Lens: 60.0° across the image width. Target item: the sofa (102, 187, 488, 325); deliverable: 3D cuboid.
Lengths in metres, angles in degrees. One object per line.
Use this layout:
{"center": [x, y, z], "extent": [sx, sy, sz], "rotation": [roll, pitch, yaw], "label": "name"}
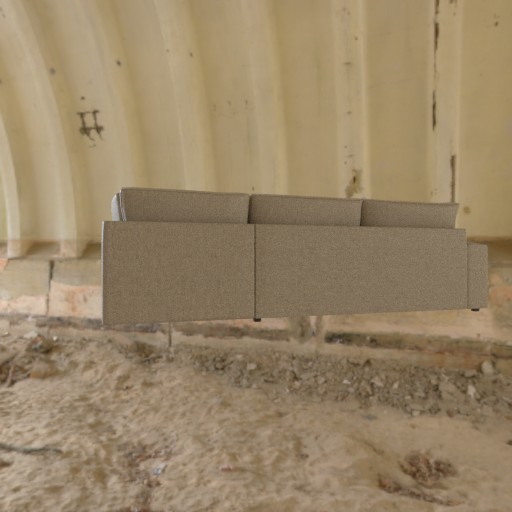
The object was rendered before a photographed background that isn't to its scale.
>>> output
{"center": [0.000, 0.000, 4.083], "extent": [2.622, 0.800, 2.742], "rotation": [0, 0, -18], "label": "sofa"}
